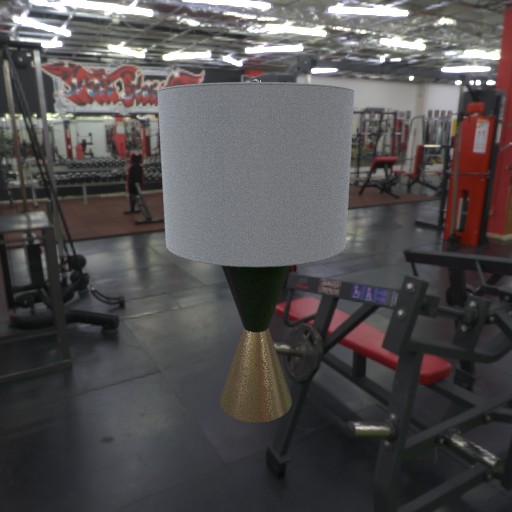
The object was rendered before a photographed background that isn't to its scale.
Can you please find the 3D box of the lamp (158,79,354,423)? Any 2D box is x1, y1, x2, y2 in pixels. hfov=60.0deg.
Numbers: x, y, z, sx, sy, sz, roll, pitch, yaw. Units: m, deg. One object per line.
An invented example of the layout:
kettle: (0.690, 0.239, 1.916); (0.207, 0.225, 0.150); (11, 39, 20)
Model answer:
lamp: (0.000, 0.000, 0.771); (0.304, 0.573, 0.304); (-8, 17, -26)
